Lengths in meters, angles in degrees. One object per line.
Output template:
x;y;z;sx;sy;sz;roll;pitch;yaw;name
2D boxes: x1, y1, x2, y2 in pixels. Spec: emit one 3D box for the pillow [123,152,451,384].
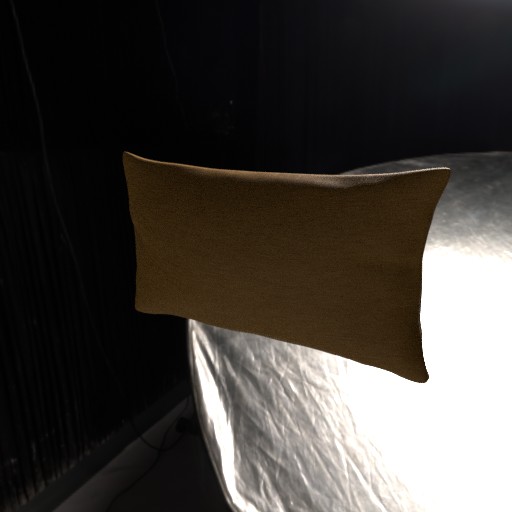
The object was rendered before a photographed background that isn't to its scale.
0.000;0.000;0.813;0.634;0.354;0.210;9;19;27;pillow
